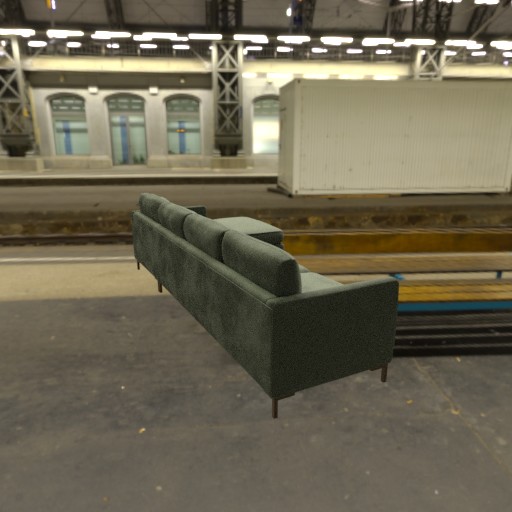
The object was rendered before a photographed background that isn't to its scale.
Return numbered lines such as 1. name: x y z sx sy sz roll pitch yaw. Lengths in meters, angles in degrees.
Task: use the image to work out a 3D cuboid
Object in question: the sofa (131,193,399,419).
1. sofa: 0.000 0.000 3.338 1.255 0.756 2.725 -8 17 -27
